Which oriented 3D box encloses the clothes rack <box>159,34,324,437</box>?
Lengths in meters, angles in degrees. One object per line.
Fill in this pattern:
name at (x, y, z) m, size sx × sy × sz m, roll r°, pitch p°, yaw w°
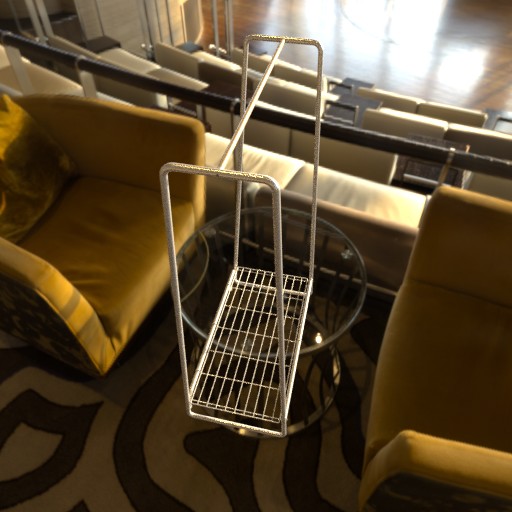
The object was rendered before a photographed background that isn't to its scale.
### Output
clothes rack at (0.000, 0.000, 1.918) m, size 0.495 × 1.500 × 0.900 m, roll 9°, pitch 47°, yaw 9°
